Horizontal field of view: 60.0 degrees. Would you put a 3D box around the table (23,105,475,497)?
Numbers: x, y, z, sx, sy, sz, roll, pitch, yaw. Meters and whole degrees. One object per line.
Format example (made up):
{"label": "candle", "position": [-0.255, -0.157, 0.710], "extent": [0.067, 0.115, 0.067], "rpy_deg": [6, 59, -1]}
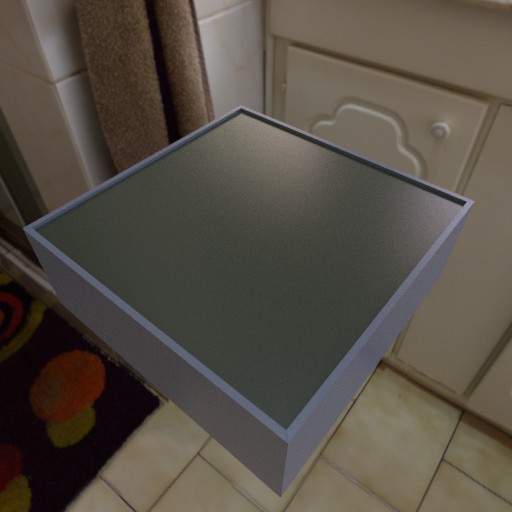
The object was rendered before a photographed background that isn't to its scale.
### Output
{"label": "table", "position": [0.000, 0.000, 1.214], "extent": [0.801, 0.299, 0.801], "rpy_deg": [31, 53, 26]}
